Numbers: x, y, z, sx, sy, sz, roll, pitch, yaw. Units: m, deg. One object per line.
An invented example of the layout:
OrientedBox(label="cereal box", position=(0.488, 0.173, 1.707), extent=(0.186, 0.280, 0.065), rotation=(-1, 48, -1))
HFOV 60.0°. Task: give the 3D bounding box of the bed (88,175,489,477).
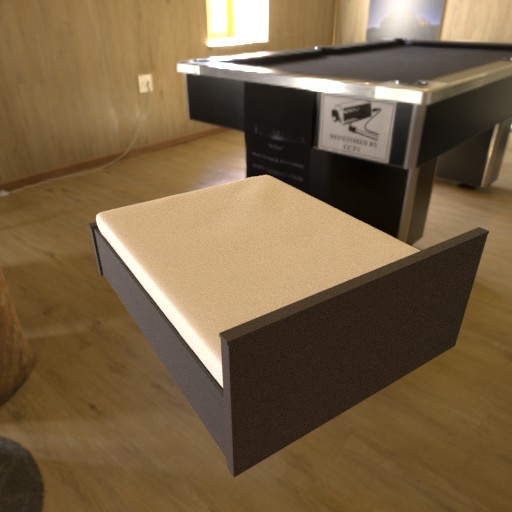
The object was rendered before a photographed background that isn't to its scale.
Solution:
OrientedBox(label="bed", position=(0.000, 0.000, 2.967), extent=(1.634, 0.808, 2.103), rotation=(-18, 35, -28))
